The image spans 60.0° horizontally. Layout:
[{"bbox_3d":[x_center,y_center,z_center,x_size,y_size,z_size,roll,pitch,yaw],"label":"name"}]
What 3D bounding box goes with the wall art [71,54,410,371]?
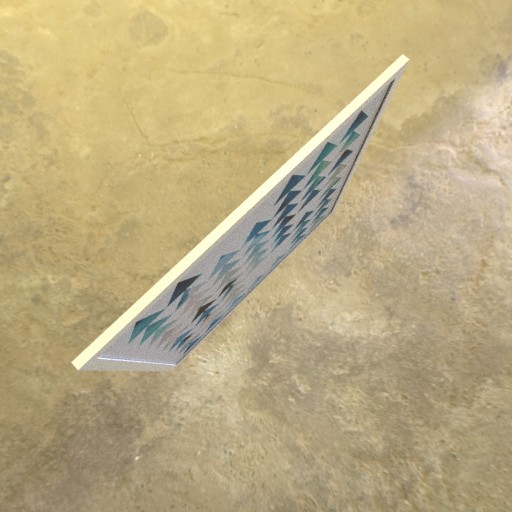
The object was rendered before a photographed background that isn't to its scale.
[{"bbox_3d":[0.000,0.000,0.801,0.557,0.557,0.012,-44,80,-10],"label":"wall art"}]
